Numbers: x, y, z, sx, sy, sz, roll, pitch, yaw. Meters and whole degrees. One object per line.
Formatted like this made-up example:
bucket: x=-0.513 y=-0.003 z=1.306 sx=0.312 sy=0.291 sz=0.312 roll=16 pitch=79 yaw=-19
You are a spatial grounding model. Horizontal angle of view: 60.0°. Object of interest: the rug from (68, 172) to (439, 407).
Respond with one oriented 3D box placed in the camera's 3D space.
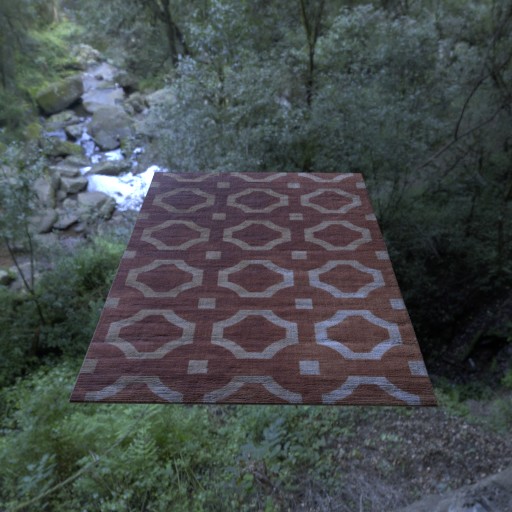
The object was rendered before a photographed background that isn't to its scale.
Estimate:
rug: x=0.000 y=0.000 z=4.100 sx=2.466 sy=0.021 sz=3.049 roll=0 pitch=40 yaw=1
